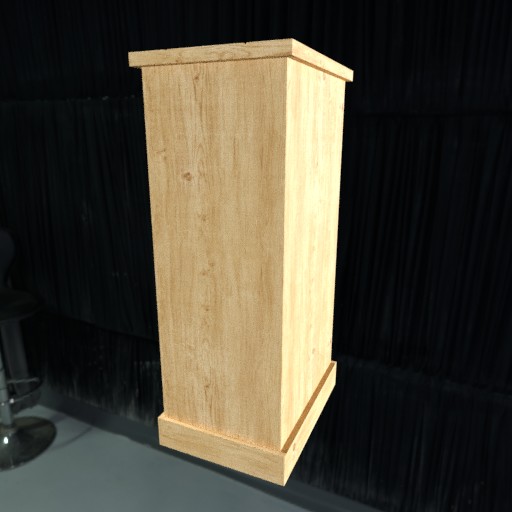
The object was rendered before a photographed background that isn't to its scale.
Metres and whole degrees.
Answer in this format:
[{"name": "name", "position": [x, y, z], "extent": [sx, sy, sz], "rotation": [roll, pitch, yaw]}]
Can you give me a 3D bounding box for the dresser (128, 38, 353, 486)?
[{"name": "dresser", "position": [0.000, 0.000, 1.293], "extent": [0.390, 1.041, 0.531], "rotation": [7, 17, 23]}]
